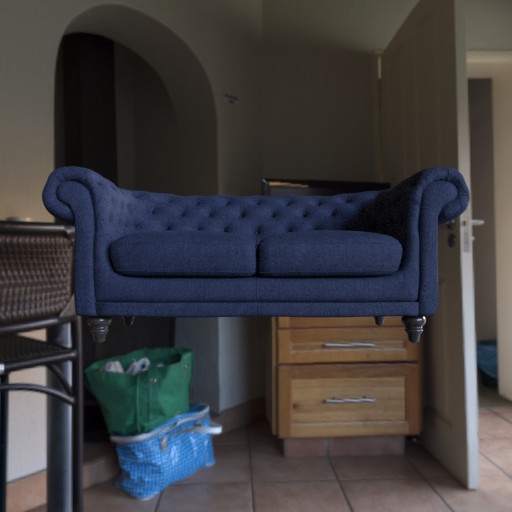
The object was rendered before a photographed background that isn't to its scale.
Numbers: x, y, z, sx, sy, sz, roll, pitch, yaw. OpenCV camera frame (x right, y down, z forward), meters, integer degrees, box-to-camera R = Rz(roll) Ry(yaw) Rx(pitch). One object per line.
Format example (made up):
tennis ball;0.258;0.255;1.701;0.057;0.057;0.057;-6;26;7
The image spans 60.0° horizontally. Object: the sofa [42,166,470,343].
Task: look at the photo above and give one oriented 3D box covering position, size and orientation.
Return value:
sofa;0.000;0.000;2.517;1.988;0.833;1.082;0;-1;0
